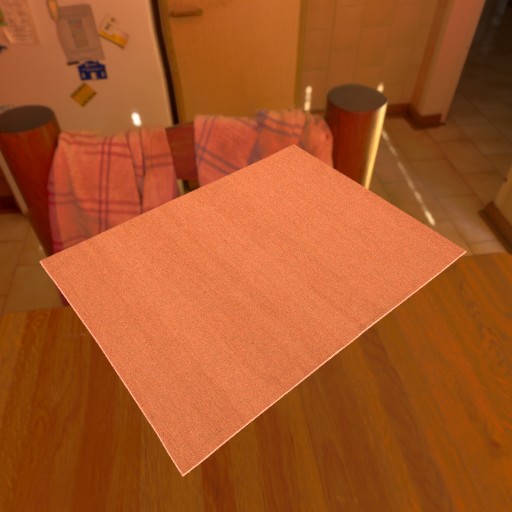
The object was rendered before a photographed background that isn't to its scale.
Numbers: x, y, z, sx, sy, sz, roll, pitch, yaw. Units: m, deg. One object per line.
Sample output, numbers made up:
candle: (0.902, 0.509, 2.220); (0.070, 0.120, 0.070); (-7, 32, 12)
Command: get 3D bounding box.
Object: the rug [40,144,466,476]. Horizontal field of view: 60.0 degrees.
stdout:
rug: (0.000, 0.000, 4.155); (3.202, 0.045, 2.434); (-30, 53, -26)
